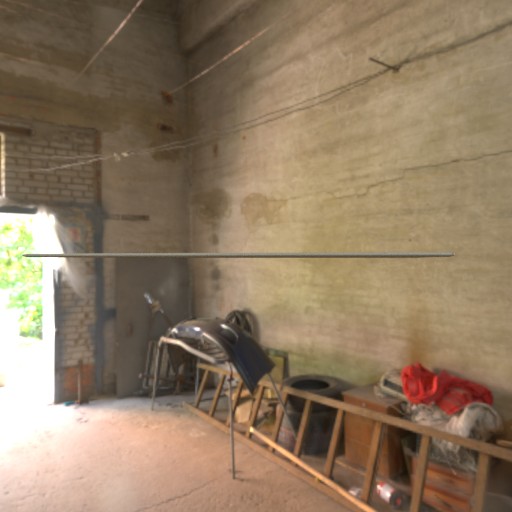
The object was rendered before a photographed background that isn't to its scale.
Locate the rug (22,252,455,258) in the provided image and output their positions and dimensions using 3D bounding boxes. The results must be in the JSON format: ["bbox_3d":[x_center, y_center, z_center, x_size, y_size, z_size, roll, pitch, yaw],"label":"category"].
[{"bbox_3d":[0.000,0.000,2.720,2.081,0.020,1.525,0,0,17],"label":"rug"}]
